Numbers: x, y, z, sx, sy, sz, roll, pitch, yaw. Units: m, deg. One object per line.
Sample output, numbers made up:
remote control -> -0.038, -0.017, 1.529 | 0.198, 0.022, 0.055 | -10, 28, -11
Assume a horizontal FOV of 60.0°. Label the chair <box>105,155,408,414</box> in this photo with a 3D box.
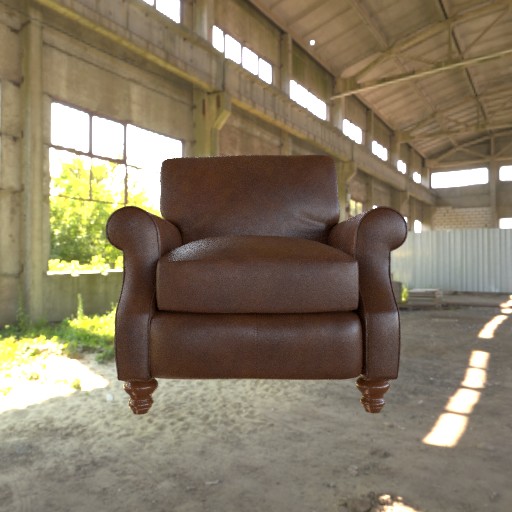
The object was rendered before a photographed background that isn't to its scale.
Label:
chair -> 0.000, 0.000, 1.752 | 0.989, 0.972, 0.992 | 0, -1, -1
